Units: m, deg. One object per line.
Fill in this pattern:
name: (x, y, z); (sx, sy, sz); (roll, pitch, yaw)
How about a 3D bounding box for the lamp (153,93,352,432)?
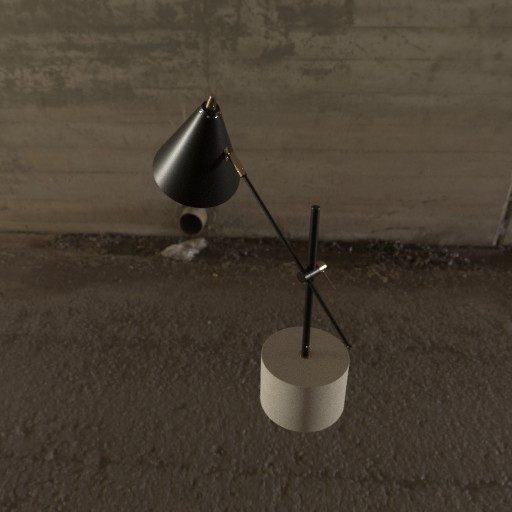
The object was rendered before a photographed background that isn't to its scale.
lamp: (0.000, 0.000, 0.747); (0.214, 0.518, 0.403); (-18, 35, -29)
